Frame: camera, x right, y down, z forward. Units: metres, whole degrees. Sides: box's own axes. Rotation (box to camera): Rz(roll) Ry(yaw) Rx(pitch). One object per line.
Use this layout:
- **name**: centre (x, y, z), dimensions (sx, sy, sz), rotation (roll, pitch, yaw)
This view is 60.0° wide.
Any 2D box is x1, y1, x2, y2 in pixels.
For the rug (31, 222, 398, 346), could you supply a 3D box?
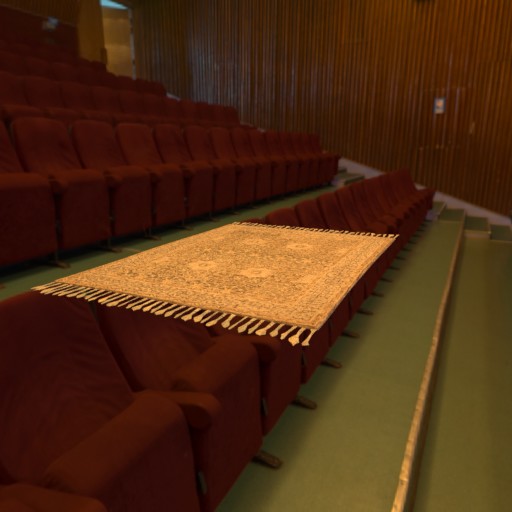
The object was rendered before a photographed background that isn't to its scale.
- **rug**: centre (0.000, 0.000, 3.139), dimensions (1.619, 0.023, 2.465), rotation (7, 16, 25)
